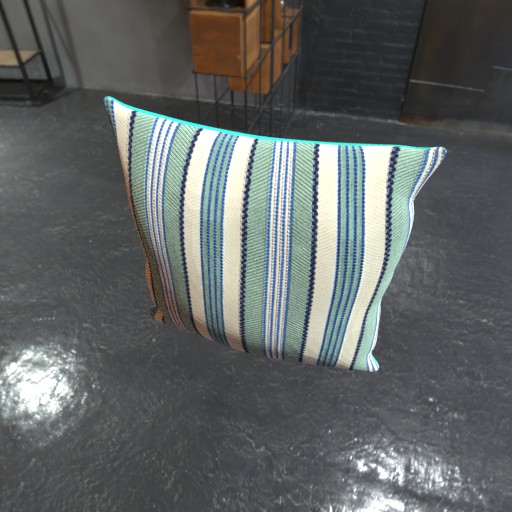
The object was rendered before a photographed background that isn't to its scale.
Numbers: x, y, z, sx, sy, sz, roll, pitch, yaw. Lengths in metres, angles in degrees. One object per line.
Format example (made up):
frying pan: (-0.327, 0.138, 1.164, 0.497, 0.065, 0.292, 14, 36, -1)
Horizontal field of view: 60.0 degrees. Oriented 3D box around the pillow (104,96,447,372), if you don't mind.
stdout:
pillow: (0.000, 0.000, 0.673, 0.440, 0.441, 0.182, 12, 43, 13)
